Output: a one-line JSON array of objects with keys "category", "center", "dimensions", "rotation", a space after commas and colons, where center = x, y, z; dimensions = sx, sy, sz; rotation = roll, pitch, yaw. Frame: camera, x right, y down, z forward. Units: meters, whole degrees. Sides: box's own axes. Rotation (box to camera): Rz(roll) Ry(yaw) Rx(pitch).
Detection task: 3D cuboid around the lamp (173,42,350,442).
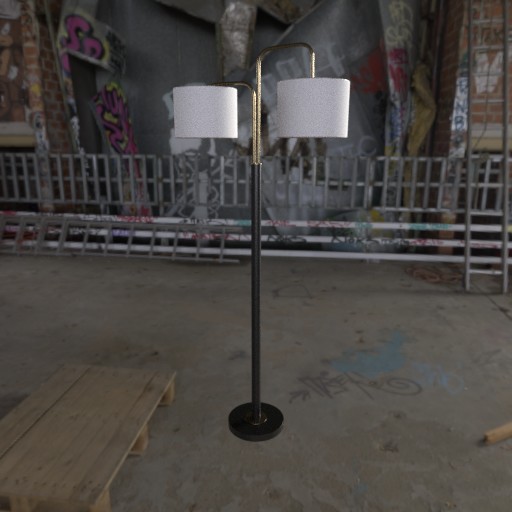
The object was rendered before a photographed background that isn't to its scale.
[{"category": "lamp", "center": [0.000, 0.000, 1.833], "dimensions": [0.711, 1.587, 0.254], "rotation": [7, 16, 27]}]
